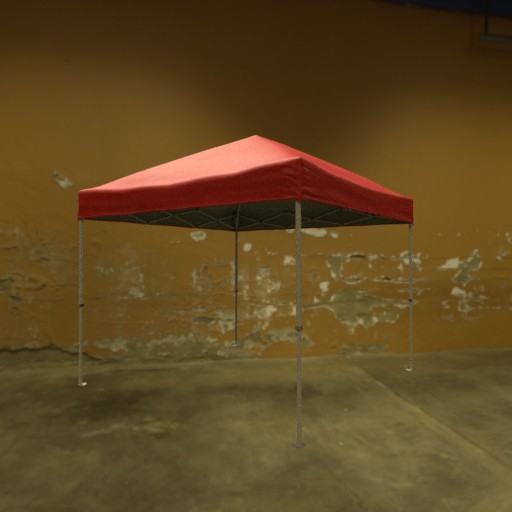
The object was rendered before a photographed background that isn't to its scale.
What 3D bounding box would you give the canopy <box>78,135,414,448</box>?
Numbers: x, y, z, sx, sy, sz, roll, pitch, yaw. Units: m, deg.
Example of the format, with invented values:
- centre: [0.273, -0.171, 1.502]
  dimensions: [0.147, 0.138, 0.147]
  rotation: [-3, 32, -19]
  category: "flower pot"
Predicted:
- centre: [0.000, 0.000, 5.491]
  dimensions: [2.996, 2.997, 2.998]
  rotation: [0, 0, 36]
  category: "canopy"
